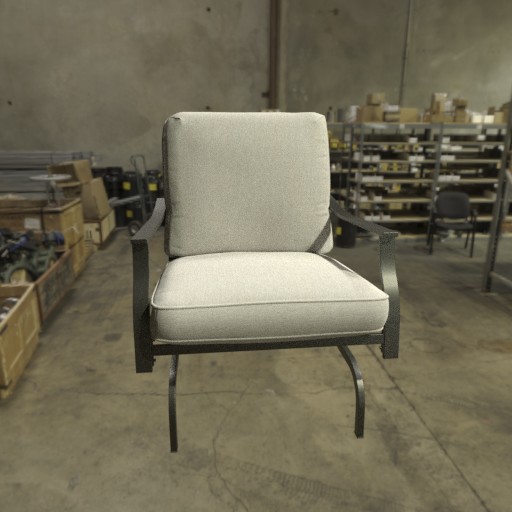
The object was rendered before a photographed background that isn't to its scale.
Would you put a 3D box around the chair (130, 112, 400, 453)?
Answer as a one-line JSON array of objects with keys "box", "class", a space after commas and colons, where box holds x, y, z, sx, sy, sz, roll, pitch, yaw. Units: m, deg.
[{"box": [0.000, 0.000, 1.367, 0.650, 0.860, 0.787, -2, 16, -6], "class": "chair"}]
